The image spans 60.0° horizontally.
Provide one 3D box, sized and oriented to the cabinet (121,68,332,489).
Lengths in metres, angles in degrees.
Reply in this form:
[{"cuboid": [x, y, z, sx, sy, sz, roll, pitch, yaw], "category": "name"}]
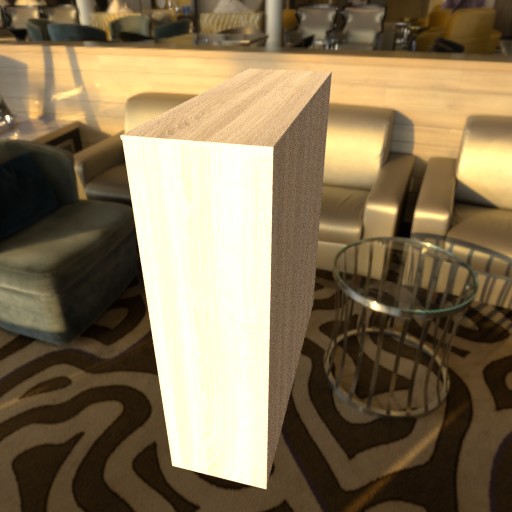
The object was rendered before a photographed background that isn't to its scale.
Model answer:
[{"cuboid": [0.000, 0.000, 2.954, 0.620, 2.060, 1.870, 8, 31, 13], "category": "cabinet"}]
